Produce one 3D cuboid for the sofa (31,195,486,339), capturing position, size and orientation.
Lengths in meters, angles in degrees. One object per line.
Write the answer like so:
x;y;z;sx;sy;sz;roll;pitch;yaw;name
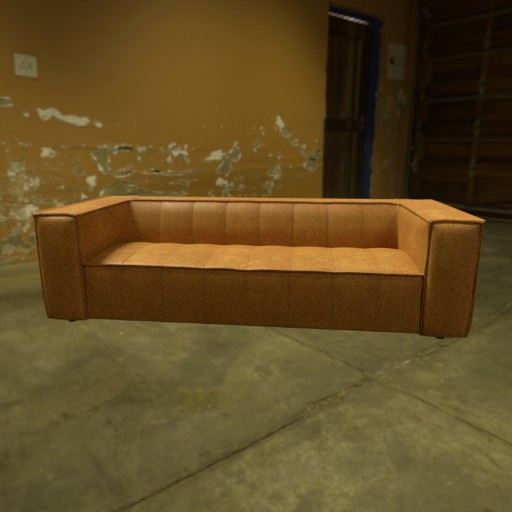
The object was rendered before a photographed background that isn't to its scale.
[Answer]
0.000;0.000;3.024;2.581;0.701;1.102;2;13;7;sofa
